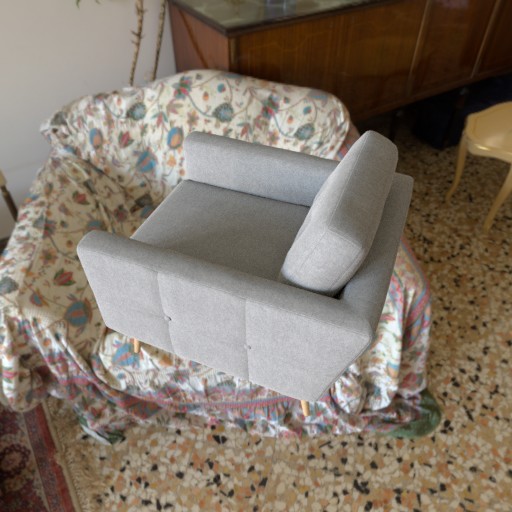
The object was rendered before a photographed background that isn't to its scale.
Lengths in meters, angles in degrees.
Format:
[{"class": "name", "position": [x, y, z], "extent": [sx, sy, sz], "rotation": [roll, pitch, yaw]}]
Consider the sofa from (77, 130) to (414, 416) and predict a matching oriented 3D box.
[{"class": "sofa", "position": [0.000, 0.000, 1.587], "extent": [0.920, 0.860, 0.770], "rotation": [16, 46, 15]}]
